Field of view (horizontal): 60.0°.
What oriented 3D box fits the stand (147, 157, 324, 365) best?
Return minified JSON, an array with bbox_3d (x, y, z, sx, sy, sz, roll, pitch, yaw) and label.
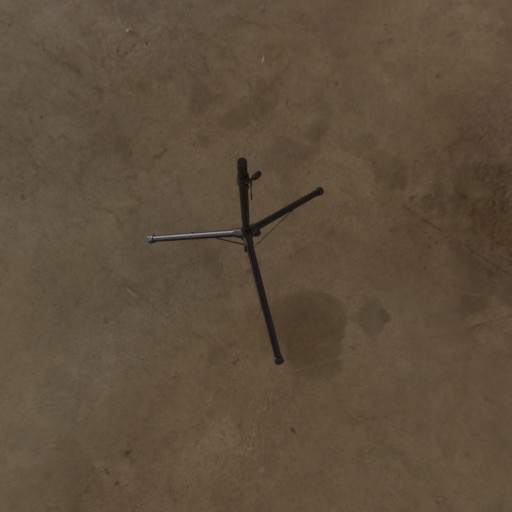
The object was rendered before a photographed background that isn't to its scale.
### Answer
[{"bbox_3d":[0.000,0.000,1.905,1.045,1.136,0.907,-15,75,-4],"label":"stand"}]
